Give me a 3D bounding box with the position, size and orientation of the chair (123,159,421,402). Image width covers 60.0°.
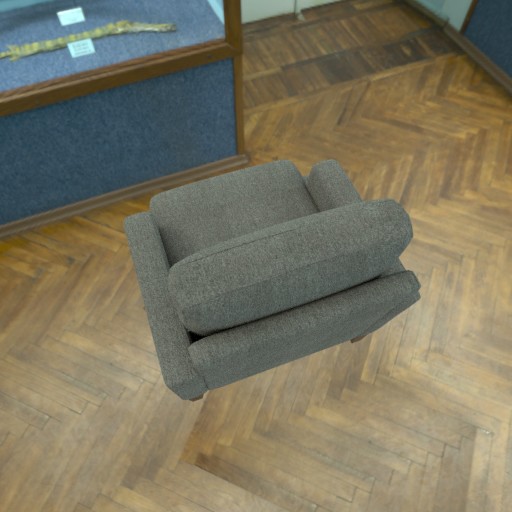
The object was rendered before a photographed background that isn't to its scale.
[{"bbox_3d":[0.000,0.000,1.662,0.855,0.993,0.897,-17,60,-10],"label":"chair"}]
